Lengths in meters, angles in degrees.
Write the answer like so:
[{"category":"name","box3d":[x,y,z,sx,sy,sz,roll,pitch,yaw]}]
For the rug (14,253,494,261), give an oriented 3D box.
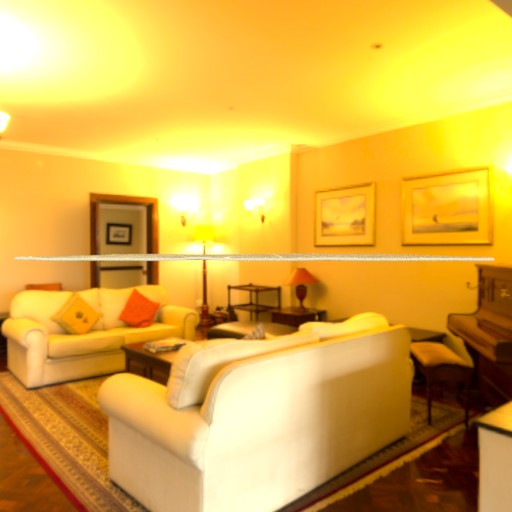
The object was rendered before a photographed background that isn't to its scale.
[{"category":"rug","box3d":[0.000,0.000,0.860,0.639,0.006,0.548,0,1,1]}]
